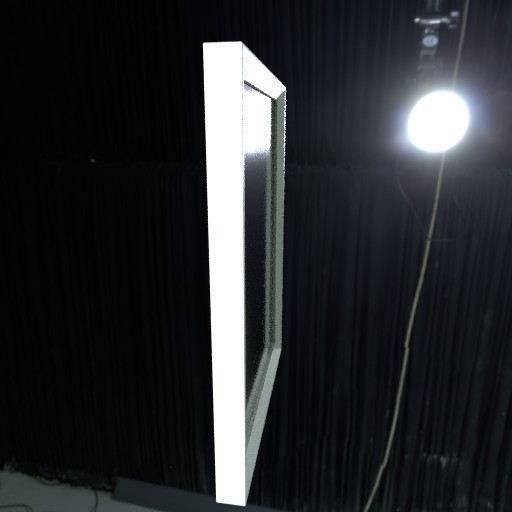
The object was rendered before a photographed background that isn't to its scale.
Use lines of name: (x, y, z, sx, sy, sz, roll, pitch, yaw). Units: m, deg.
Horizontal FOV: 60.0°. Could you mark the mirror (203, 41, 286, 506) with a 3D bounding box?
mirror: (0.000, 0.000, 0.659, 0.041, 0.509, 0.406, 2, 16, 9)
